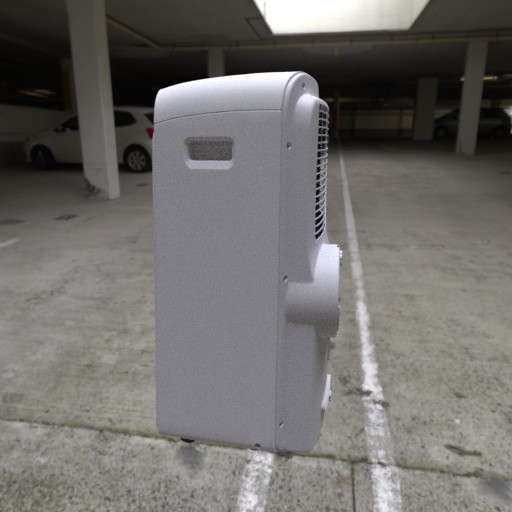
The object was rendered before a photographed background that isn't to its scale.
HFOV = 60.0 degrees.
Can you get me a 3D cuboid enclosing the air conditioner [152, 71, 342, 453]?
[{"bbox_3d":[0.000,0.000,0.961,0.365,0.700,0.454,2,15,9],"label":"air conditioner"}]
